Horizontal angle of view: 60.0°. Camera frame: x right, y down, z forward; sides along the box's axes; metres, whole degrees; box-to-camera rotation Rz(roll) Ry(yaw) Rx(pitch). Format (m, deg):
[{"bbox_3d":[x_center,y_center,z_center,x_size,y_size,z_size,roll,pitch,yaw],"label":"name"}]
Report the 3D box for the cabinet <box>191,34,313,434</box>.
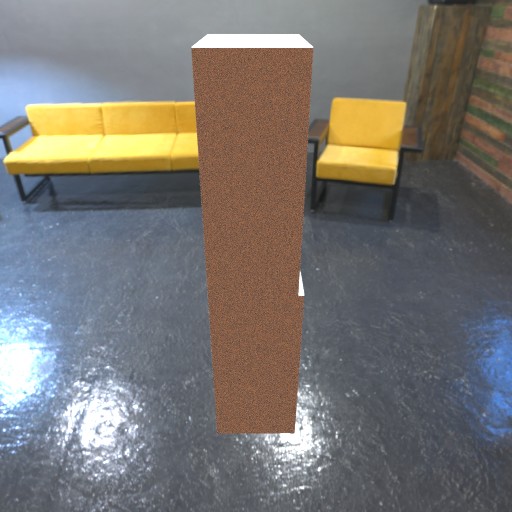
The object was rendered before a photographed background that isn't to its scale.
[{"bbox_3d":[0.000,0.000,1.537,0.300,1.350,0.400,0,30,0],"label":"cabinet"}]
